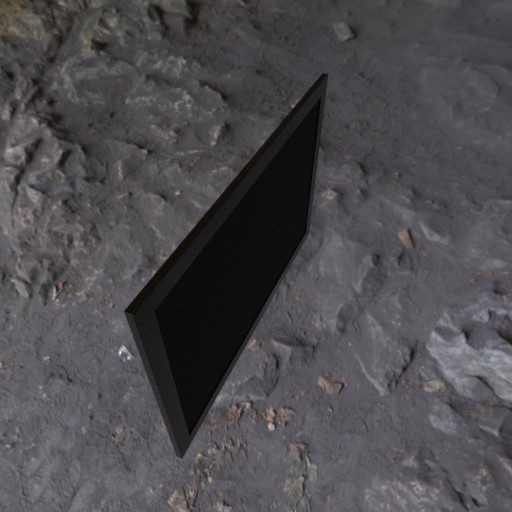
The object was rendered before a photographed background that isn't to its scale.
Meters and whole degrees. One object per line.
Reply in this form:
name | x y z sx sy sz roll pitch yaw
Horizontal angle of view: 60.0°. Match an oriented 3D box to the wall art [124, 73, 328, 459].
wall art | 0.000 0.000 0.857 0.013 0.447 0.660 19 49 17
